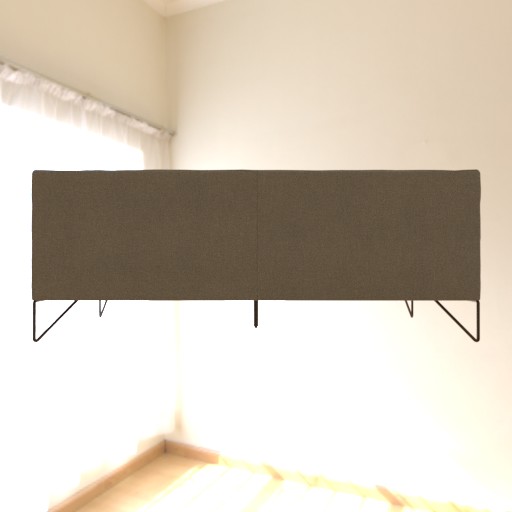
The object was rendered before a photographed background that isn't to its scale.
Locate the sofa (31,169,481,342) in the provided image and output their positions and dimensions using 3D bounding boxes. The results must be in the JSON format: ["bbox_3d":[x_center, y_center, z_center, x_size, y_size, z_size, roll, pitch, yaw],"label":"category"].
[{"bbox_3d":[0.000,0.000,2.462,2.079,0.798,0.912,0,0,0],"label":"sofa"}]
